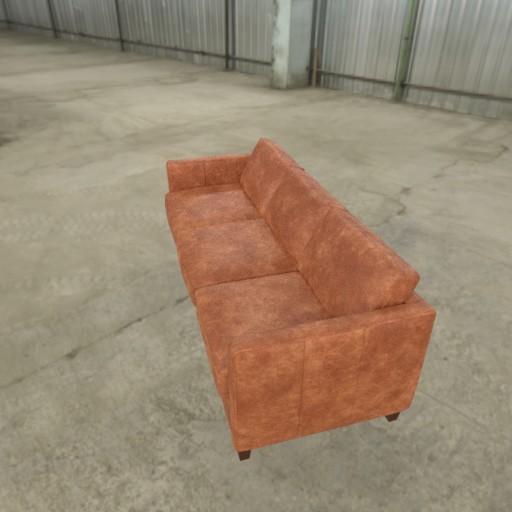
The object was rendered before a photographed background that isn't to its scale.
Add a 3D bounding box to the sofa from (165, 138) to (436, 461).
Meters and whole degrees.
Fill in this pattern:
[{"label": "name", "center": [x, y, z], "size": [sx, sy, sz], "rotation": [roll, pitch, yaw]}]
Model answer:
[{"label": "sofa", "center": [0.000, 0.000, 3.065], "size": [1.045, 1.006, 2.464], "rotation": [-9, 32, -14]}]
